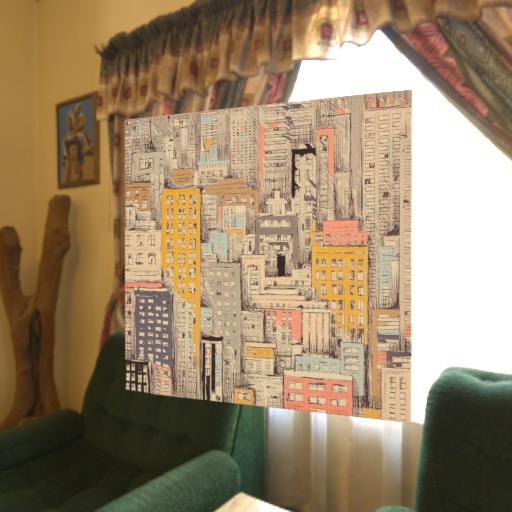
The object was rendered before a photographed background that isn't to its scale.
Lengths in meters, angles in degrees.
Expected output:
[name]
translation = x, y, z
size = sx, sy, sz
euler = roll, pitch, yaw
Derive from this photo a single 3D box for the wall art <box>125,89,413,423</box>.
[wall art]
translation = 0.000, 0.000, 0.914
size = 0.607, 0.608, 0.038
euler = 0, 0, 18
